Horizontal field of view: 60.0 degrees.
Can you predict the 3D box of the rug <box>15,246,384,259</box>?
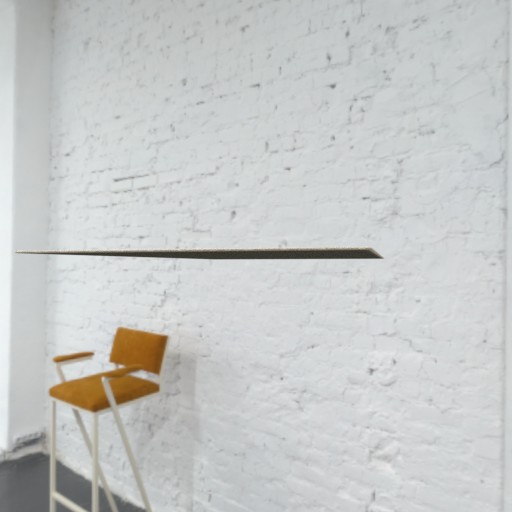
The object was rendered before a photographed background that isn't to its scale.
[{"bbox_3d":[0.000,0.000,2.816,1.524,0.011,2.286,0,-1,17],"label":"rug"}]
